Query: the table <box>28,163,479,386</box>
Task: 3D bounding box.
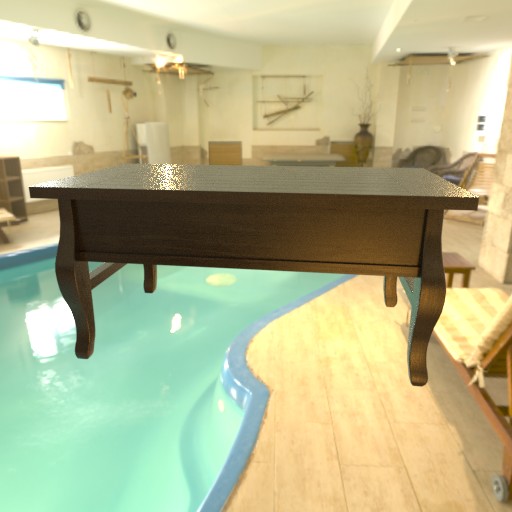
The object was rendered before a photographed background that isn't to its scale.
[{"bbox_3d":[0.000,0.000,1.379,1.062,0.494,0.600,3,18,8],"label":"table"}]
